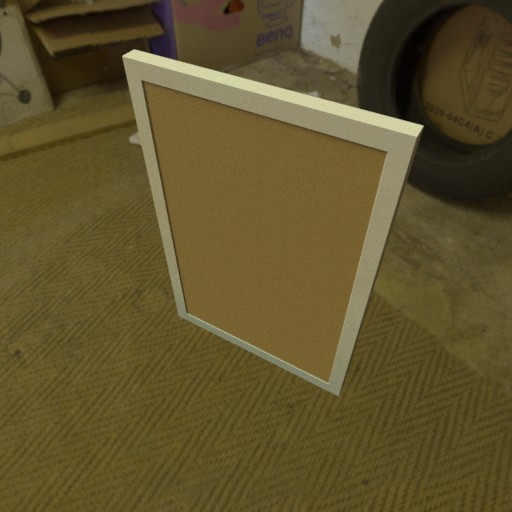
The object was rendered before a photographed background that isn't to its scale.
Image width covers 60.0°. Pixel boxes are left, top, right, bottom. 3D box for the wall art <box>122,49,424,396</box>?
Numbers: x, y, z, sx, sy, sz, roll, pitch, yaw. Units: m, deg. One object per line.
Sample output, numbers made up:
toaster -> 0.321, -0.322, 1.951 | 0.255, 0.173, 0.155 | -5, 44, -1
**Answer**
wall art -> 0.000, 0.000, 1.153 | 0.612, 0.915, 0.039 | 23, 51, 20
